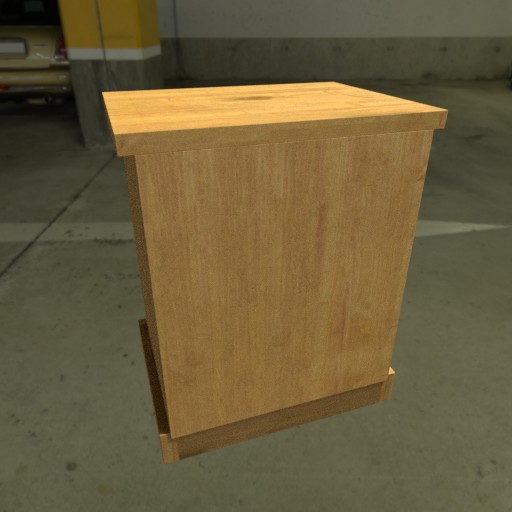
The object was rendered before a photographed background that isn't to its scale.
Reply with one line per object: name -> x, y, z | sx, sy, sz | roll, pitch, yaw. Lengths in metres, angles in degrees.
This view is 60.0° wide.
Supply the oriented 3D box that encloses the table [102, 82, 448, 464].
table -> 0.000, 0.000, 1.211 | 0.660, 0.813, 0.500 | -9, 29, -17
